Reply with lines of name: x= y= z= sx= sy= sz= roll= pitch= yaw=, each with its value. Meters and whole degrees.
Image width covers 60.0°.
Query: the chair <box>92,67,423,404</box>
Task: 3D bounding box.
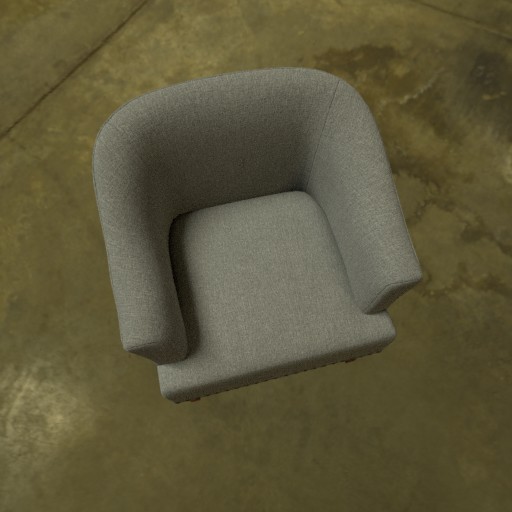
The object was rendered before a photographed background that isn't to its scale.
chair: x=0.000 y=0.000 z=1.386 sx=0.798 sy=0.815 sz=0.704 roll=-13 pitch=65 yaw=-6
